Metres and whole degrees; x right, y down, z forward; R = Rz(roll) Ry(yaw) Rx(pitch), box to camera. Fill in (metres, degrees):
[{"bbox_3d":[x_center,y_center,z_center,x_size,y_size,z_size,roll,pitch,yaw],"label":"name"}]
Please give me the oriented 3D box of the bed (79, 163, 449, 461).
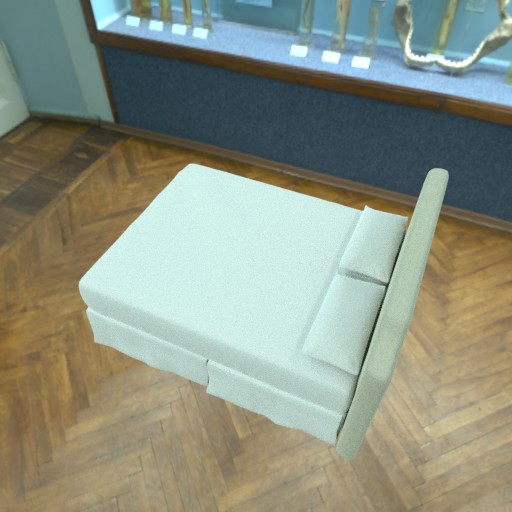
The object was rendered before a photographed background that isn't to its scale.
[{"bbox_3d":[0.000,0.000,3.160,2.116,1.290,1.693,19,50,16],"label":"bed"}]
